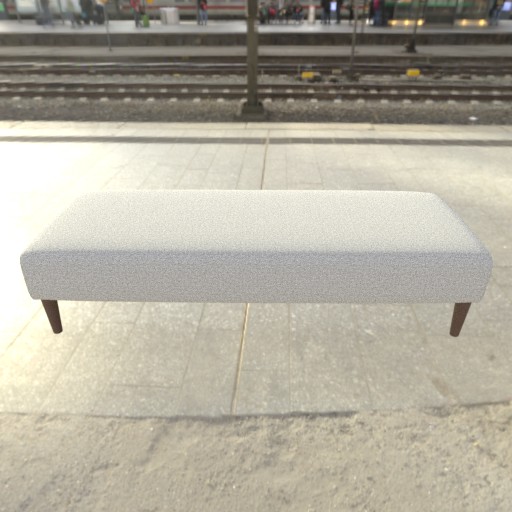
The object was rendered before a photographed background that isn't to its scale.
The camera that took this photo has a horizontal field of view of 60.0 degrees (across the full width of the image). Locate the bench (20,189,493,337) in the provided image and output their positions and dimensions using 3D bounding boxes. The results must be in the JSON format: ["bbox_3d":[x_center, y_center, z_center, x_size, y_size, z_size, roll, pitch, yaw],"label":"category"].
[{"bbox_3d":[0.000,0.000,1.805,1.598,0.383,0.631,0,30,1],"label":"bench"}]
